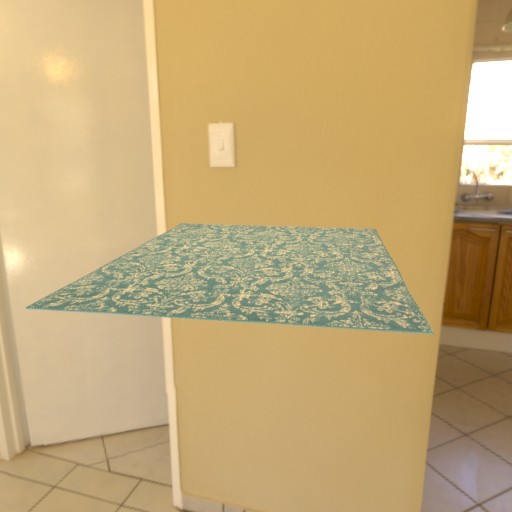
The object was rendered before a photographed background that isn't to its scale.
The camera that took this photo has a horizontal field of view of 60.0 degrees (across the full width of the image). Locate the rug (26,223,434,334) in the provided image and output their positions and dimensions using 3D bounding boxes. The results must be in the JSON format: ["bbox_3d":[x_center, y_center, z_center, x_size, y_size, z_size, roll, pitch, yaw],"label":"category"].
[{"bbox_3d":[0.000,0.000,3.930,2.363,0.012,2.980,2,14,9],"label":"rug"}]
